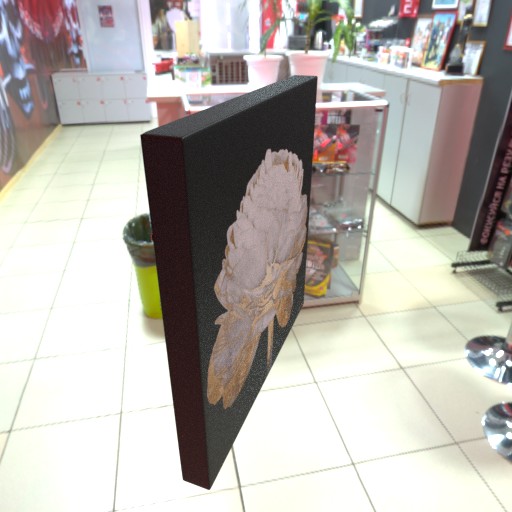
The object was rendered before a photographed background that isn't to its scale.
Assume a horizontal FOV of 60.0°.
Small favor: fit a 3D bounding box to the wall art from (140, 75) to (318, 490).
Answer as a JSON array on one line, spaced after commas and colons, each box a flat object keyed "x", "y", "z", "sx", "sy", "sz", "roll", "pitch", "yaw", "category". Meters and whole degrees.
[{"x": 0.000, "y": 0.000, "z": 0.588, "sx": 0.041, "sy": 0.407, "sz": 0.406, "roll": 10, "pitch": 30, "yaw": 18, "category": "wall art"}]
